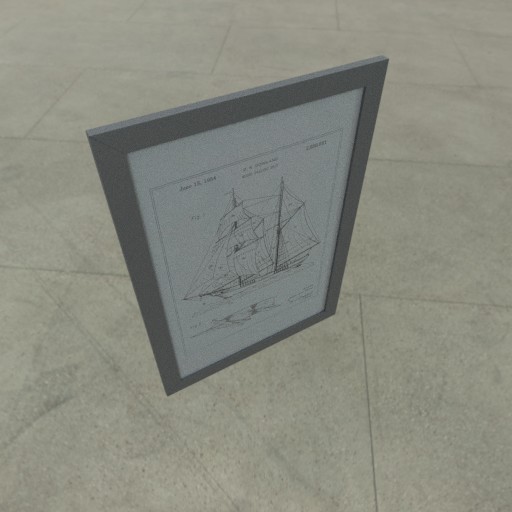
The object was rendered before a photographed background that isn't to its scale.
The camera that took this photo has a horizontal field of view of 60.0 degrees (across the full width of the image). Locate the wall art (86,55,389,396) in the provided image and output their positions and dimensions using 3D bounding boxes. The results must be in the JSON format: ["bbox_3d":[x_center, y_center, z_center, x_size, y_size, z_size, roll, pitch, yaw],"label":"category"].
[{"bbox_3d":[0.000,0.000,0.689,0.380,0.534,0.013,-22,50,-20],"label":"wall art"}]
